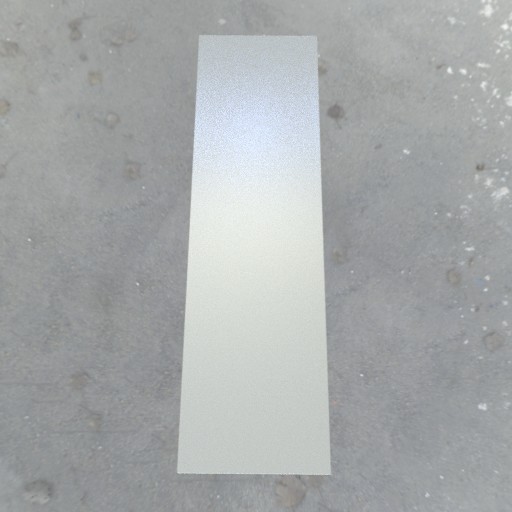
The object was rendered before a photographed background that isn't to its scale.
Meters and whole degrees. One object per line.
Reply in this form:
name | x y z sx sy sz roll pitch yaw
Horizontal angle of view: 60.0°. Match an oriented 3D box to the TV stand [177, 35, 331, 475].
TV stand | 0.000 0.000 1.429 0.344 0.603 1.167 0 75 0
